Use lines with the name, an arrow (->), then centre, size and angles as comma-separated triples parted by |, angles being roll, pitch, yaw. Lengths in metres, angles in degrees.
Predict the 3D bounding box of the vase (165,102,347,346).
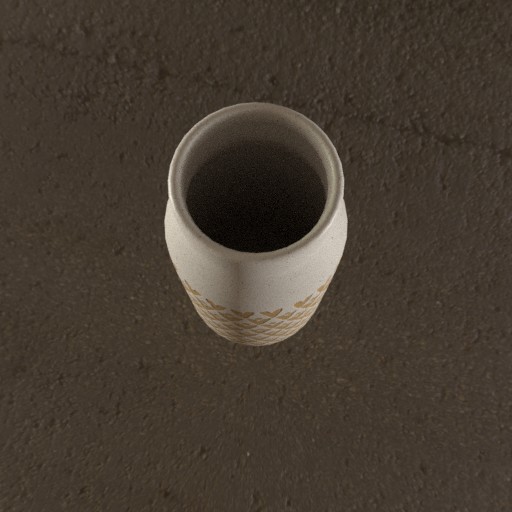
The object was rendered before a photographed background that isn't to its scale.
vase -> 0.000, 0.000, 0.373 | 0.137, 0.307, 0.137 | 0, 75, 0
